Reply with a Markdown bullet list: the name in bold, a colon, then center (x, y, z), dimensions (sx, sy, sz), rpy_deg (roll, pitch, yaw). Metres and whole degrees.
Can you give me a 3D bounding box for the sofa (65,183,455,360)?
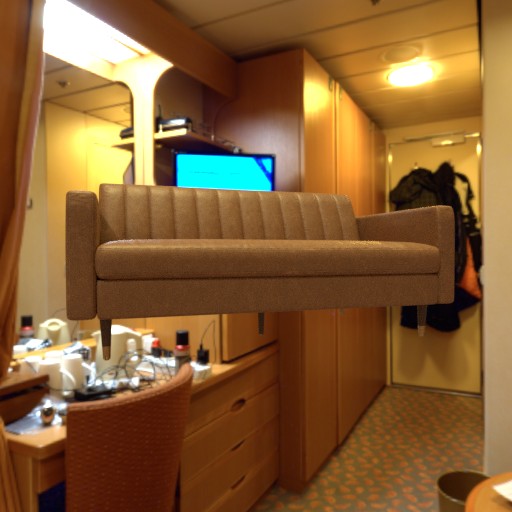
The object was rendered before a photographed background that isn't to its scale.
- **sofa**: center (0.000, 0.000, 2.378), dimensions (1.847, 0.821, 0.993), rpy_deg (0, 1, -19)
